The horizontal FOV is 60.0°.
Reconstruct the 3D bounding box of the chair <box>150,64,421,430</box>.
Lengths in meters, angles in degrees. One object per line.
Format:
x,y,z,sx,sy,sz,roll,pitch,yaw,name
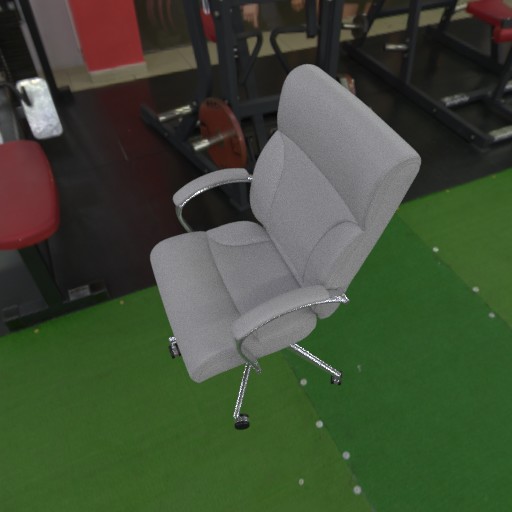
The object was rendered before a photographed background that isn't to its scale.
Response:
0.000,0.000,1.578,0.745,1.099,0.727,-17,49,-15,chair
